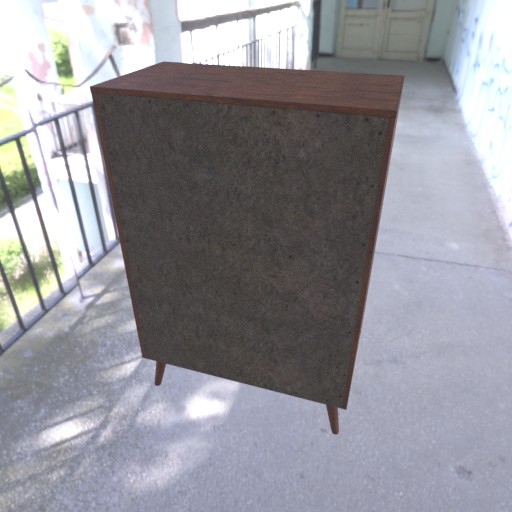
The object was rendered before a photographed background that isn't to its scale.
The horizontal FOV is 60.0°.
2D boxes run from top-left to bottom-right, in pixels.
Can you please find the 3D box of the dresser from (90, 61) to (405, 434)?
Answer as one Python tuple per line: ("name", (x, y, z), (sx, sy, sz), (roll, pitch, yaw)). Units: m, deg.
("dresser", (0.000, 0.000, 1.817), (0.919, 1.365, 0.498), (10, 34, 15))
